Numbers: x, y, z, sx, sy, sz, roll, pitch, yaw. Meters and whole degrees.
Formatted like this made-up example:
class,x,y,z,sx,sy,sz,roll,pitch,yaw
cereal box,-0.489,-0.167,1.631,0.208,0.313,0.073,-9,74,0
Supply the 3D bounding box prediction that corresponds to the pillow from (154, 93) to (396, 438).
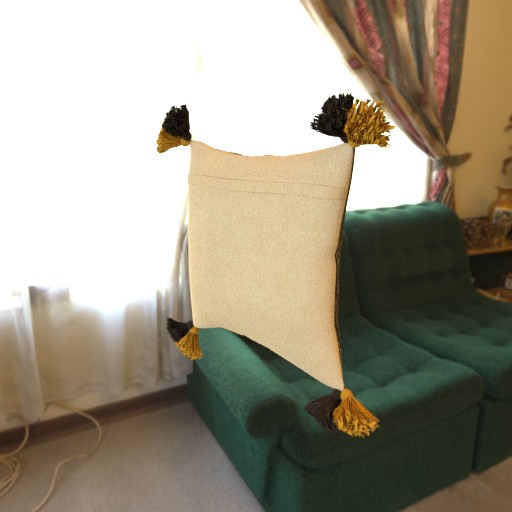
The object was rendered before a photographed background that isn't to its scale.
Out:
class,x,y,z,sx,sy,sz,roll,pitch,yaw
pillow,0.000,0.000,0.973,0.139,0.659,0.654,-14,20,-42
